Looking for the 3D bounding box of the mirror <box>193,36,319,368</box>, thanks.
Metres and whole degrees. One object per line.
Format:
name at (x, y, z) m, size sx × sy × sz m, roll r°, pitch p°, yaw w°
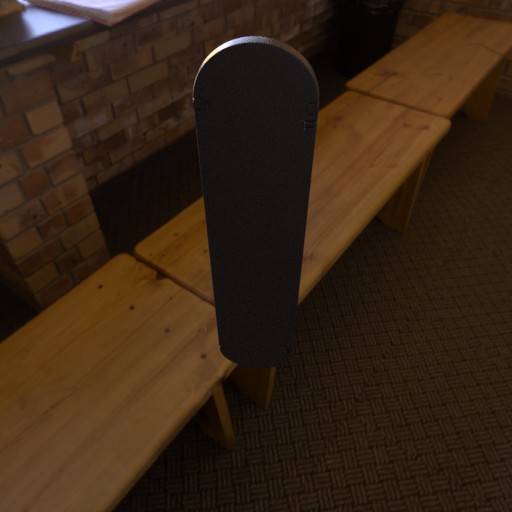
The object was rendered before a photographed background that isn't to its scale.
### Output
mirror at (0.000, 0.000, 1.065) m, size 0.222 × 0.991 × 0.032 m, roll 3°, pitch 45°, yaw 3°
